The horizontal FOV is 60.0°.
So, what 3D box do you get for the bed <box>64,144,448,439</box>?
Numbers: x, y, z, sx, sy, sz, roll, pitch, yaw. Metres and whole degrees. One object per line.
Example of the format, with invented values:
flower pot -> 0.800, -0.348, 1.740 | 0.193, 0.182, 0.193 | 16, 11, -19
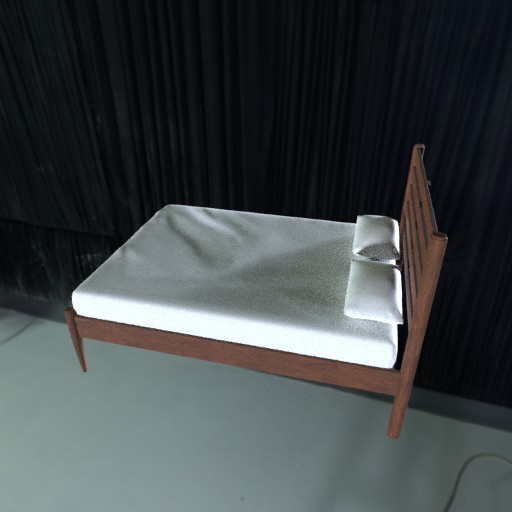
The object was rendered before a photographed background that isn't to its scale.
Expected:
bed -> 0.000, 0.000, 3.079 | 2.093, 1.304, 1.509 | 7, 31, 12
